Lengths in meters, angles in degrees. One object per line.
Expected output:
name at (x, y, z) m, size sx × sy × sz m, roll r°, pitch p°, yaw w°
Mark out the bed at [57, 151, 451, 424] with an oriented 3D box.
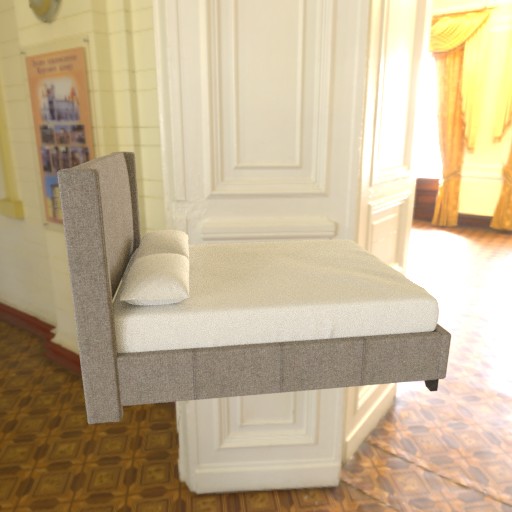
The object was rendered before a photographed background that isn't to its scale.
bed at (0.000, 0.000, 3.348) m, size 2.245 × 1.481 × 1.714 m, roll -2°, pitch 16°, yaw -8°
